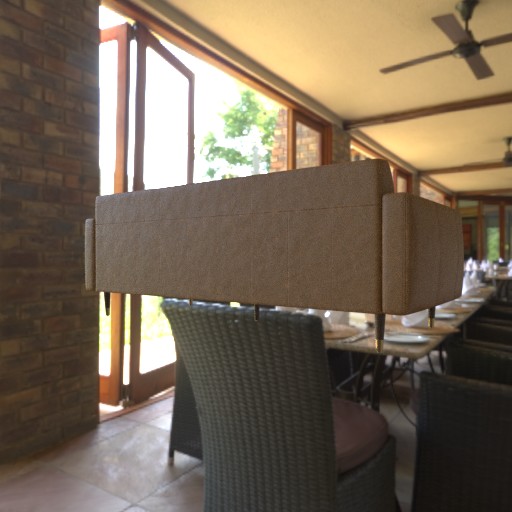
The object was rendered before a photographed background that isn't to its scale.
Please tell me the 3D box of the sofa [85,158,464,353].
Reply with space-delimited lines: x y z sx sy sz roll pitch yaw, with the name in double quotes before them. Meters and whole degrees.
"sofa" 0.000 0.000 2.790 2.291 0.821 0.990 0 0 36
